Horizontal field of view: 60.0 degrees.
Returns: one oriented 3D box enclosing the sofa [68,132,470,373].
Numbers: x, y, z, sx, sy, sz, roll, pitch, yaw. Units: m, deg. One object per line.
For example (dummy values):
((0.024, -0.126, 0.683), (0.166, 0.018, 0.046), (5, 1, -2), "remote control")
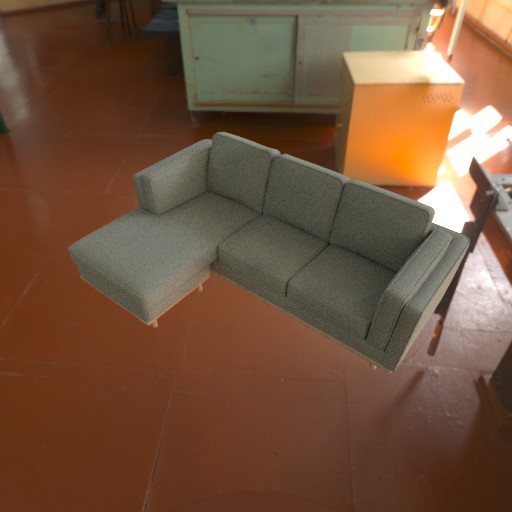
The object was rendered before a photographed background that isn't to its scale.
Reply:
((0.000, 0.000, 3.187), (2.411, 0.929, 1.604), (27, 47, 28), "sofa")
